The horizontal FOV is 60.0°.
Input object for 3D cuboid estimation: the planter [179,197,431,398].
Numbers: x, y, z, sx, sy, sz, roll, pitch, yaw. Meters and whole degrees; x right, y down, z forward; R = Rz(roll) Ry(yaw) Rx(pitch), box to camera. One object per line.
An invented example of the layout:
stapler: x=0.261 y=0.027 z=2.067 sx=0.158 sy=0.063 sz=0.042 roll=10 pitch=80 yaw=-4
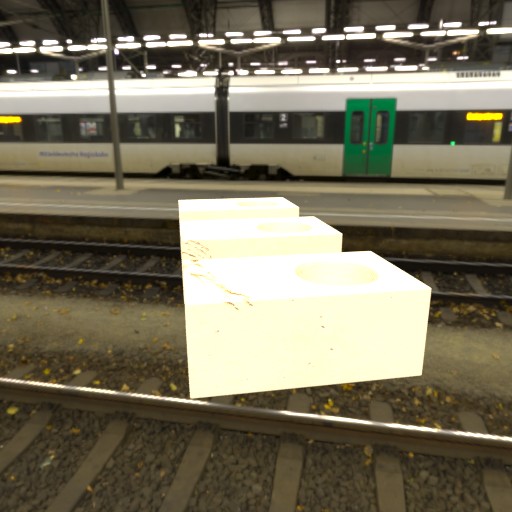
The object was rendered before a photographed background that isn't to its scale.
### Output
planter: x=0.000 y=0.000 z=0.385 sx=0.127 sy=0.051 sz=0.333 roll=-3 pitch=16 yaw=-10
